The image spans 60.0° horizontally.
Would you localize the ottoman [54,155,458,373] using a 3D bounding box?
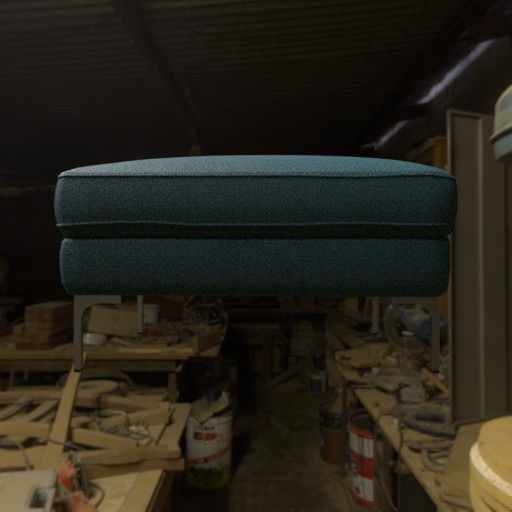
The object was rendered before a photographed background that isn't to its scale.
[{"bbox_3d":[0.000,0.000,1.187,0.856,0.498,0.563,0,-1,1],"label":"ottoman"}]
